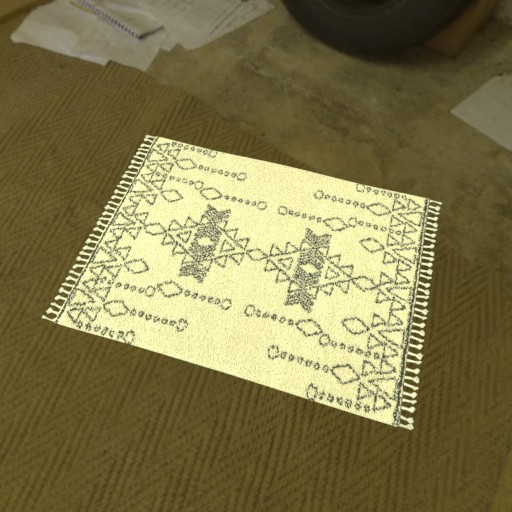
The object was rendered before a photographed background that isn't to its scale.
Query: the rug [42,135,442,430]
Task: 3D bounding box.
[{"bbox_3d":[0.000,0.000,3.896,3.027,0.028,2.125,15,62,8],"label":"rug"}]
